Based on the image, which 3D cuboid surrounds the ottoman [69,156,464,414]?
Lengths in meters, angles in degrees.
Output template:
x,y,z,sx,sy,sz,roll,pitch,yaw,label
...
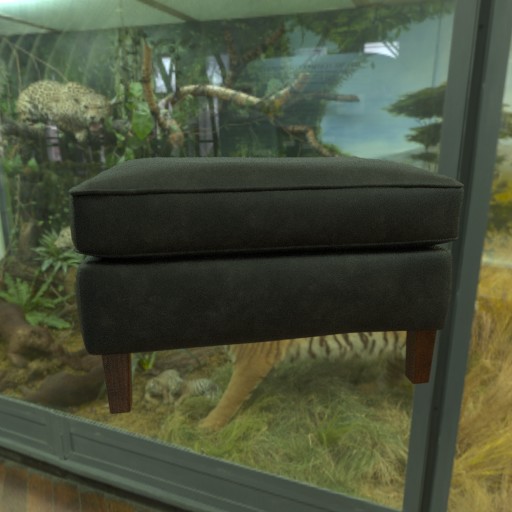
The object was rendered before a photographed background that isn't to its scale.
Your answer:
x,y,z,sx,sy,sz,roll,pitch,yaw,label
0.000,0.000,0.954,0.665,0.413,0.501,-3,15,-9,ottoman
